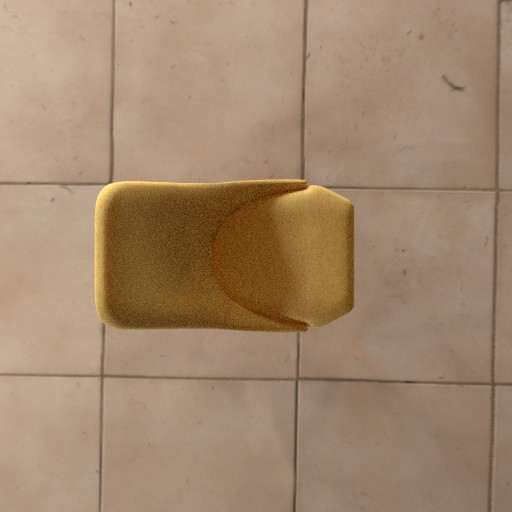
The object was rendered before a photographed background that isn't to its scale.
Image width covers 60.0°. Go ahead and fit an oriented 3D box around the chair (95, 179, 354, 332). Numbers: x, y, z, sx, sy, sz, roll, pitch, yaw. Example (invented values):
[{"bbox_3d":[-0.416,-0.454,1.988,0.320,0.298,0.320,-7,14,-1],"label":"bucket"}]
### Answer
[{"bbox_3d":[0.000,0.000,1.417,0.660,1.040,0.510,0,90,0],"label":"chair"}]
